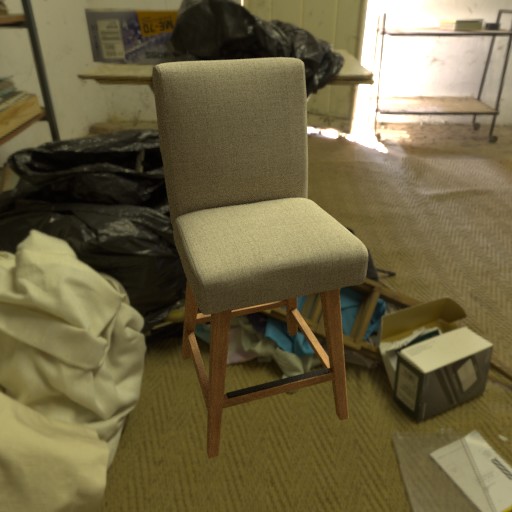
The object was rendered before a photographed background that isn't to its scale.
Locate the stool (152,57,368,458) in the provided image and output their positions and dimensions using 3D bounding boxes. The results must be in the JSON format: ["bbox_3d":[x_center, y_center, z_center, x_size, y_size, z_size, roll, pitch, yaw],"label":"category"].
[{"bbox_3d":[0.000,0.000,1.304,0.459,1.010,0.526,-10,32,-15],"label":"stool"}]
